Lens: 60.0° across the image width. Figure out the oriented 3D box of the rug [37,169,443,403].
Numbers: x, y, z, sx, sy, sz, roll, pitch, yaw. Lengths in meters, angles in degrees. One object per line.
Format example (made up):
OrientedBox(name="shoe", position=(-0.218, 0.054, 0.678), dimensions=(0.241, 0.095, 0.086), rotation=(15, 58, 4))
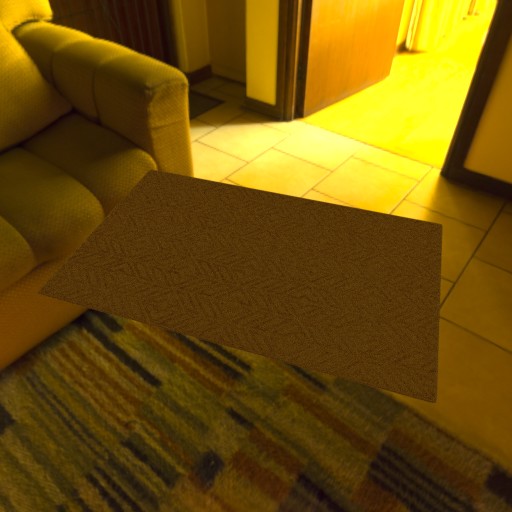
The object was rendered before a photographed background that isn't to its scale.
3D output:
OrientedBox(name="rug", position=(0.000, 0.000, 3.063), dimensions=(2.438, 0.008, 1.523), rotation=(13, 45, 13))
